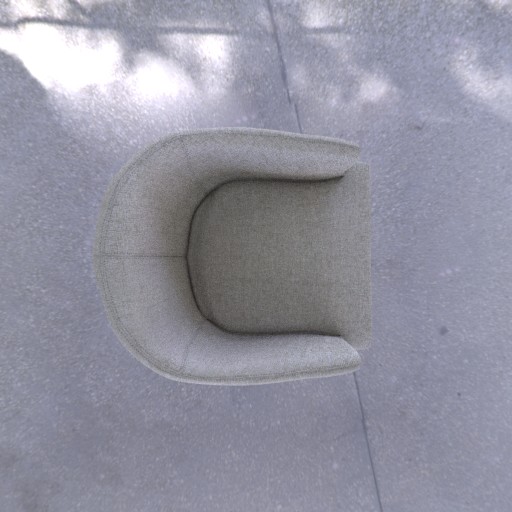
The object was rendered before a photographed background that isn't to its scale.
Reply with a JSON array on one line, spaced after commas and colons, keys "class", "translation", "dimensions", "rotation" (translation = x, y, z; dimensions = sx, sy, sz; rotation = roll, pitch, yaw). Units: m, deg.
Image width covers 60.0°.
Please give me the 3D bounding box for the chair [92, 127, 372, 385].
[{"class": "chair", "translation": [0.000, 0.000, 1.273], "dimensions": [0.655, 0.811, 0.583], "rotation": [0, 90, 0]}]
